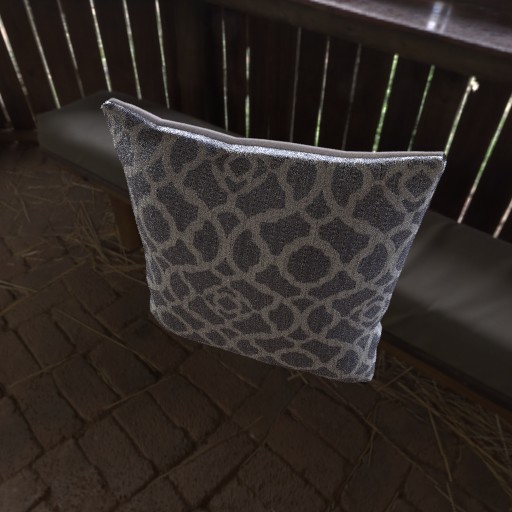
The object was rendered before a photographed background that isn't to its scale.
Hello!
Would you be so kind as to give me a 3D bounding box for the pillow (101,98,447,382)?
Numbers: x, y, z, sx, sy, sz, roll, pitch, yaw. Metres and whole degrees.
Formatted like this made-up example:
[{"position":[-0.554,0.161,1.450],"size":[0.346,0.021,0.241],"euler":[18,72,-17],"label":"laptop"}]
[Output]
[{"position":[0.000,0.000,0.784],"size":[0.508,0.498,0.215],"euler":[14,45,14],"label":"pillow"}]
